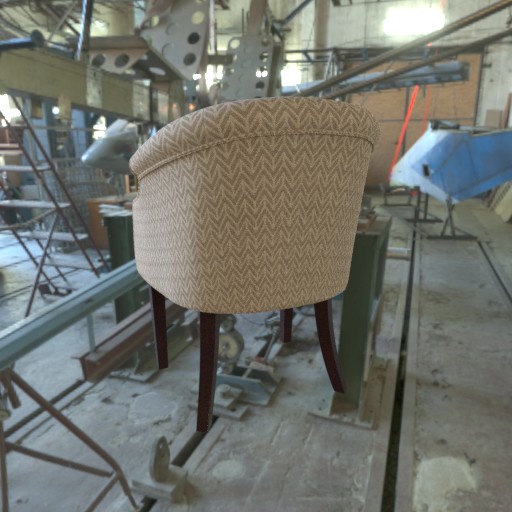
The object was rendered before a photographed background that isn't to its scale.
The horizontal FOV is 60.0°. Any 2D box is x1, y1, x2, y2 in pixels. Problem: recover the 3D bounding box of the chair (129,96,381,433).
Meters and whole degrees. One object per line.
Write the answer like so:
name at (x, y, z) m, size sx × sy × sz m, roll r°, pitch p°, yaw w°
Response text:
chair at (0.000, 0.000, 1.331) m, size 0.686 × 0.858 × 0.613 m, roll -7°, pitch 16°, yaw -25°
